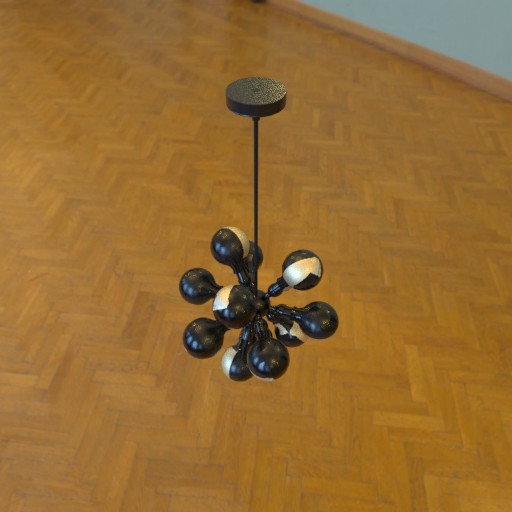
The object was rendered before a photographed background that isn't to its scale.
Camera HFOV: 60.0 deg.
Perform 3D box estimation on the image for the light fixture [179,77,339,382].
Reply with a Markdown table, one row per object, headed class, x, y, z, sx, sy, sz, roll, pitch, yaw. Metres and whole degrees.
| class | x | y | z | sx | sy | sz | roll | pitch | yaw |
| --- | --- | --- | --- | --- | --- | --- | --- | --- | --- |
| light fixture | 0.000 | 0.000 | 1.106 | 0.468 | 0.859 | 0.420 | -31 | 53 | -26 |
